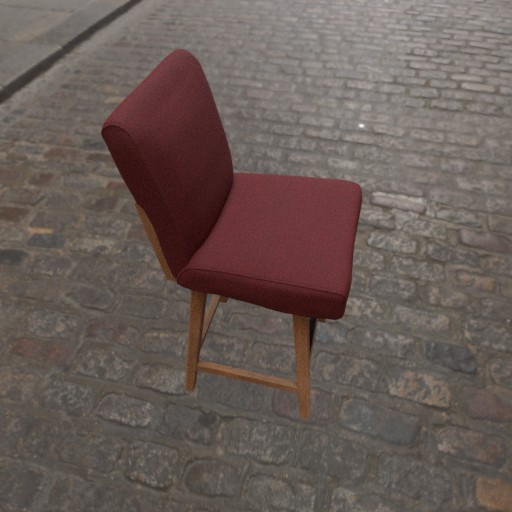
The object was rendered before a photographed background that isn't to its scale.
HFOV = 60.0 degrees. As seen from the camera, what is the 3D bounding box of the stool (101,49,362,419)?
[{"bbox_3d":[0.000,0.000,1.336,0.562,1.038,0.468,10,47,10],"label":"stool"}]
